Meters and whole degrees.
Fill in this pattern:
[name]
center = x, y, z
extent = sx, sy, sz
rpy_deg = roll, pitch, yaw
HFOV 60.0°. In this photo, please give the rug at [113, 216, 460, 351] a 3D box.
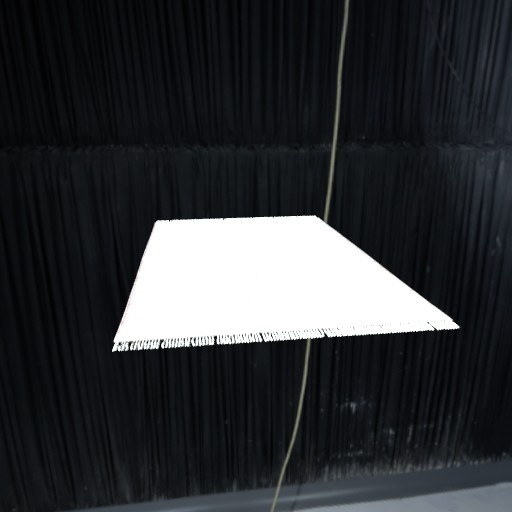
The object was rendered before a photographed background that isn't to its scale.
[rug]
center = 0.000, 0.000, 3.037
extent = 1.528, 0.010, 2.440
rpy_deg = -2, 17, -8
